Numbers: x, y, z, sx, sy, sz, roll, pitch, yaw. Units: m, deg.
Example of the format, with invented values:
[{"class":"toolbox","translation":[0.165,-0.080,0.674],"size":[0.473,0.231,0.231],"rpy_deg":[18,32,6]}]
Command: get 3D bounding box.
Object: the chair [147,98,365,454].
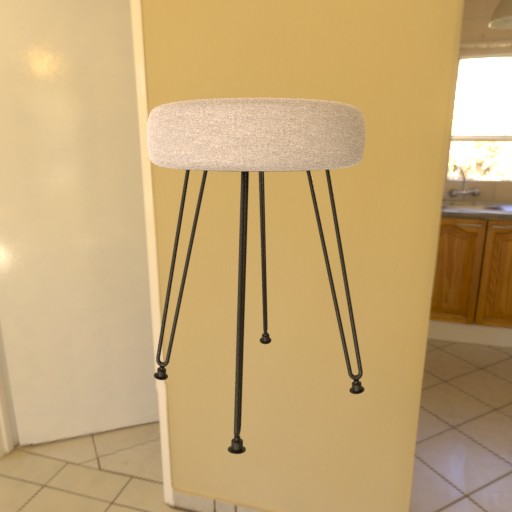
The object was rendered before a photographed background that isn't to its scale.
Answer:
[{"class":"chair","translation":[0.000,0.000,0.676],"size":[0.350,0.440,0.350],"rpy_deg":[2,15,7]}]
